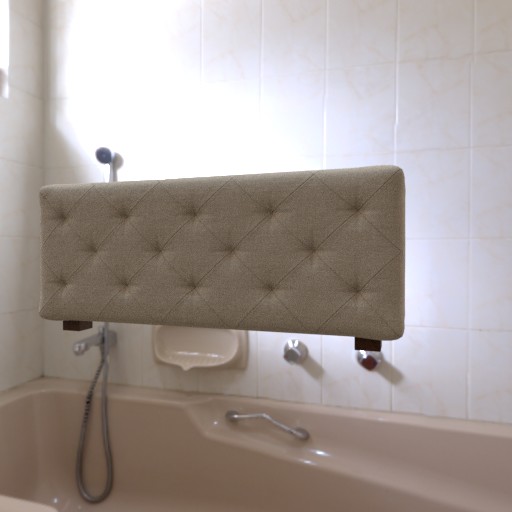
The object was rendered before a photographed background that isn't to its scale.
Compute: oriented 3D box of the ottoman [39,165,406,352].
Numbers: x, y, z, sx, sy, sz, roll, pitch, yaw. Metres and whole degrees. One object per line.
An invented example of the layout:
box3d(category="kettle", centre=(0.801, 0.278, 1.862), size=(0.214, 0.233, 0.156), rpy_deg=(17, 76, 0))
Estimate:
box3d(category="ottoman", centre=(0.000, 0.000, 1.620), size=(1.028, 0.439, 1.028), rpy_deg=(0, 1, 18))
